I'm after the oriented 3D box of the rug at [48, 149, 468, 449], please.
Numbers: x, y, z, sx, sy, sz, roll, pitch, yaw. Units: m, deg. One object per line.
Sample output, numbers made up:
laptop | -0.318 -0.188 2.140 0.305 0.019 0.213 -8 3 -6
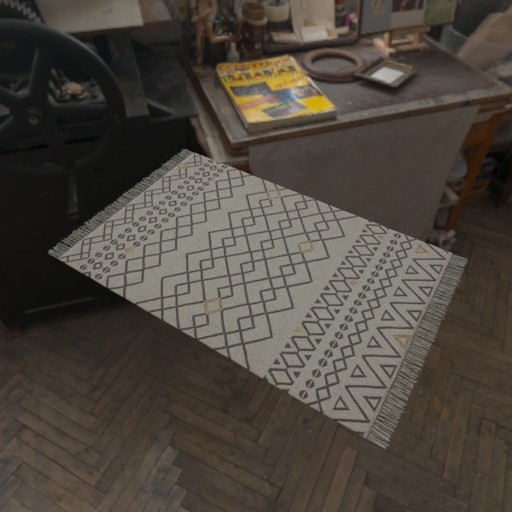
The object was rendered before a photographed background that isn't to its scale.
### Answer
rug | 0.000 0.000 3.018 2.472 0.035 1.495 25 52 22
